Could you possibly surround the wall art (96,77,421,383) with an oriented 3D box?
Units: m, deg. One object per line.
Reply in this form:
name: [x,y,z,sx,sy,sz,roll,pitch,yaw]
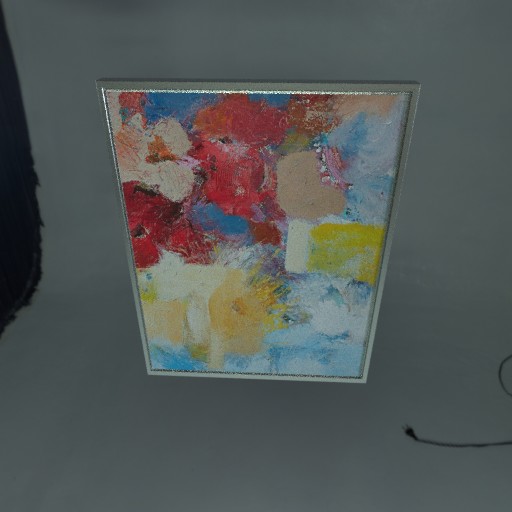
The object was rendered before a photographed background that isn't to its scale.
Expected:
wall art: [0.000,0.000,0.763,0.444,0.569,0.025,2,31,3]
